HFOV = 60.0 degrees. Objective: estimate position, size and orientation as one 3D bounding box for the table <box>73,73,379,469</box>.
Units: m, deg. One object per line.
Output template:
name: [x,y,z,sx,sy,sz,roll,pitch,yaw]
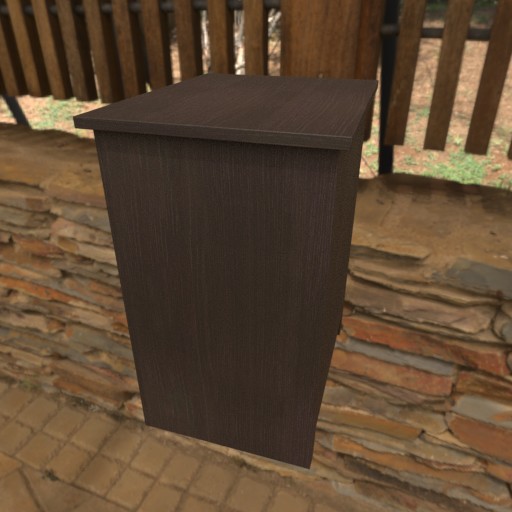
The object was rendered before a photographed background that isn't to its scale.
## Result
table: [0.000,0.000,0.916,0.381,0.635,0.480,9,30,15]
